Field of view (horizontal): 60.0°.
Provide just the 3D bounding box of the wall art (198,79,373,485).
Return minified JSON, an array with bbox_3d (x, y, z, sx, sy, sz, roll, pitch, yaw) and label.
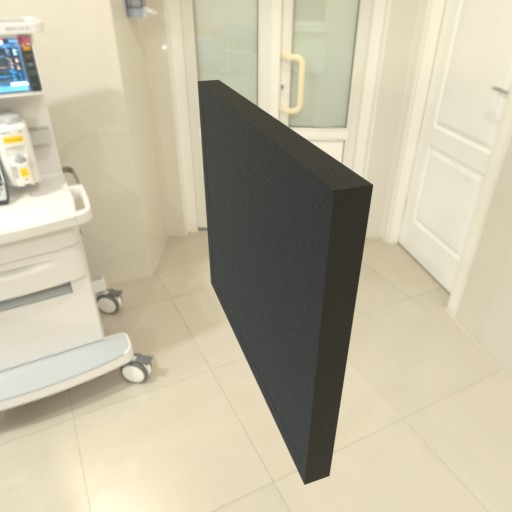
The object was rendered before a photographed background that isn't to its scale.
[{"bbox_3d":[0.000,0.000,0.529,0.029,0.330,0.381,-11,34,-17],"label":"wall art"}]
